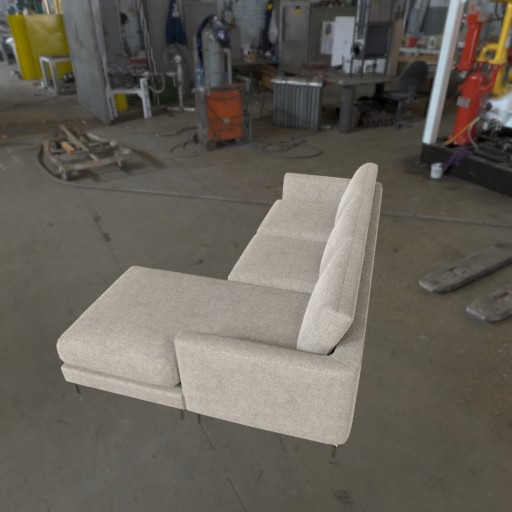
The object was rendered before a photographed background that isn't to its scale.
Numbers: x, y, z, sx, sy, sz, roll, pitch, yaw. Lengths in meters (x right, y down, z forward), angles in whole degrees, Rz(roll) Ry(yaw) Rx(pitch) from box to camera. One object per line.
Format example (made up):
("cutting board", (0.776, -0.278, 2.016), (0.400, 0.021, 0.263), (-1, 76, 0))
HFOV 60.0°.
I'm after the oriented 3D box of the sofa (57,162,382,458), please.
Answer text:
("sofa", (0.000, 0.000, 3.184), (1.626, 0.864, 2.438), (8, 31, 14))
